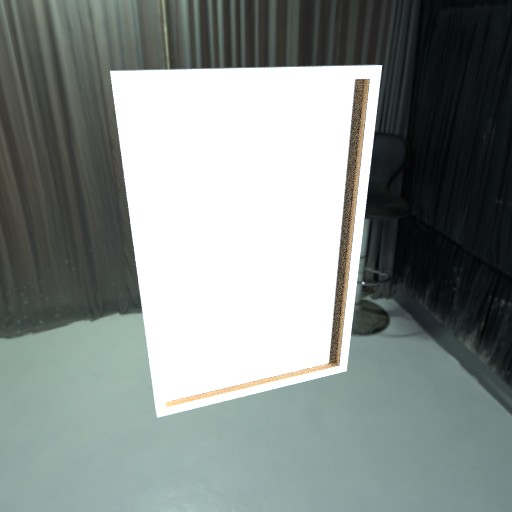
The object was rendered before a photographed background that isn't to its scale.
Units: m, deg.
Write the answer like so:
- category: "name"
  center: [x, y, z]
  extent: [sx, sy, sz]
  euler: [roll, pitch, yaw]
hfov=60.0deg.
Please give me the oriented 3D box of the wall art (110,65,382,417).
- category: "wall art"
  center: [0.000, 0.000, 1.164]
  extent: [0.607, 0.912, 0.038]
  euler: [-9, 28, -17]
